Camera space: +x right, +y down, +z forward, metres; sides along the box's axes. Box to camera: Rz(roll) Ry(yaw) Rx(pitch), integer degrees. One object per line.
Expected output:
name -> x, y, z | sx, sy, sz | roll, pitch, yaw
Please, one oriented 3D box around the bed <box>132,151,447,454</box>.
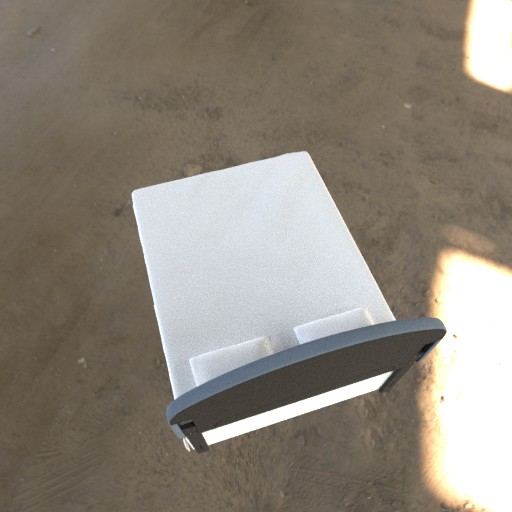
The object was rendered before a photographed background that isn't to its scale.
bed -> 0.000, 0.000, 3.064 | 1.607, 1.410, 2.005 | -15, 59, -9
